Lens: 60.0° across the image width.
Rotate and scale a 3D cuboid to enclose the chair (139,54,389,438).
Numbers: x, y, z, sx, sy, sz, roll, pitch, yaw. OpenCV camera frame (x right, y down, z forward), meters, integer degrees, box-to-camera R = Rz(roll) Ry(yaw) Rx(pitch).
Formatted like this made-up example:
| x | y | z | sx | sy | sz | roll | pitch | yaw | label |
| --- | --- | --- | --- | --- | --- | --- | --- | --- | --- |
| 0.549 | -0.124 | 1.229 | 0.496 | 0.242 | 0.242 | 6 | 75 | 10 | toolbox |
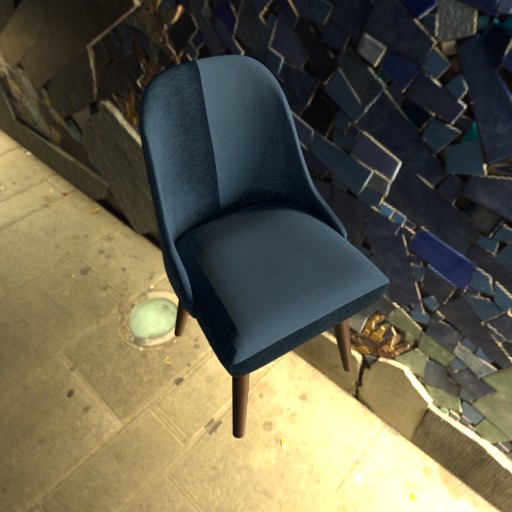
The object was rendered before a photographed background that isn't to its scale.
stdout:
| x | y | z | sx | sy | sz | roll | pitch | yaw | label |
| --- | --- | --- | --- | --- | --- | --- | --- | --- | --- |
| 0.000 | 0.000 | 1.239 | 0.503 | 0.882 | 0.589 | -24 | 51 | -21 | chair |
